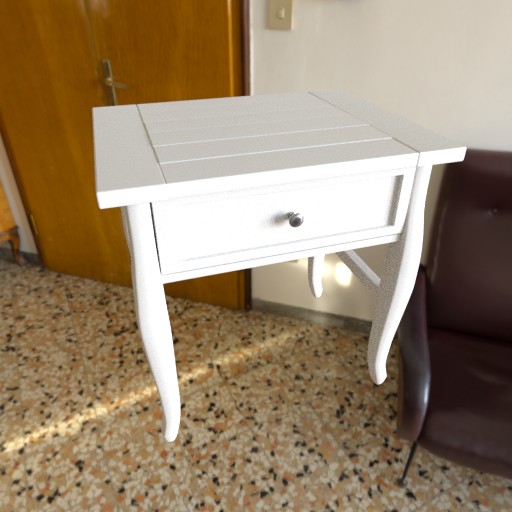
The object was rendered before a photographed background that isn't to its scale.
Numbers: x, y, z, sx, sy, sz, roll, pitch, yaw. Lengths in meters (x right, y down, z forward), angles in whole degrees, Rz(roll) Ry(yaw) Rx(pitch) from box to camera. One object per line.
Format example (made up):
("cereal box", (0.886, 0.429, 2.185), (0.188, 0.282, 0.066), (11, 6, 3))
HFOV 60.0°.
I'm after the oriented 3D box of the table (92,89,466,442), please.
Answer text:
("table", (0.000, 0.000, 1.016), (0.599, 0.605, 0.463), (-10, 34, -15))
